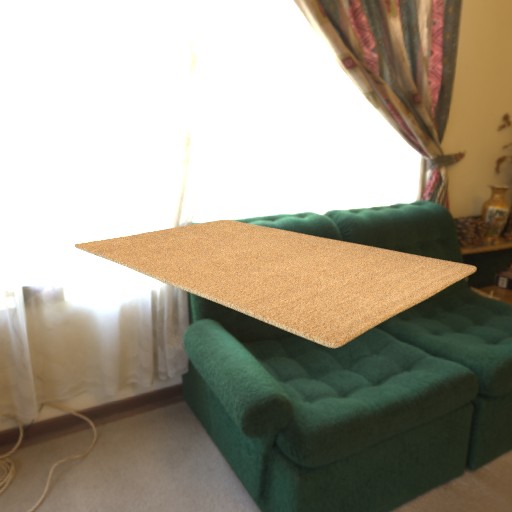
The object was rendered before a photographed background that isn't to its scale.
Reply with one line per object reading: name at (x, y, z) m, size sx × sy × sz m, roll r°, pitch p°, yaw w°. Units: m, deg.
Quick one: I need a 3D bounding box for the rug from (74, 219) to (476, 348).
rug at (0.000, 0.000, 2.992) m, size 1.500 × 0.025 × 2.349 m, roll -14°, pitch 20°, yaw -43°
